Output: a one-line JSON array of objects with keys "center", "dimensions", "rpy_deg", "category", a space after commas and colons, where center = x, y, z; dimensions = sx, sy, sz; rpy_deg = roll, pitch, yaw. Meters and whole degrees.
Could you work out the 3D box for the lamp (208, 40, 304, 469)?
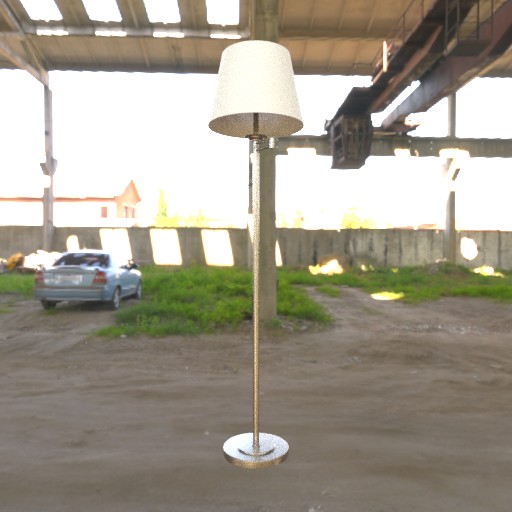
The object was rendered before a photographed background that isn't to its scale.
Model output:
[{"center": [0.000, 0.000, 1.647], "dimensions": [0.355, 1.473, 0.355], "rpy_deg": [0, 1, 0], "category": "lamp"}]
